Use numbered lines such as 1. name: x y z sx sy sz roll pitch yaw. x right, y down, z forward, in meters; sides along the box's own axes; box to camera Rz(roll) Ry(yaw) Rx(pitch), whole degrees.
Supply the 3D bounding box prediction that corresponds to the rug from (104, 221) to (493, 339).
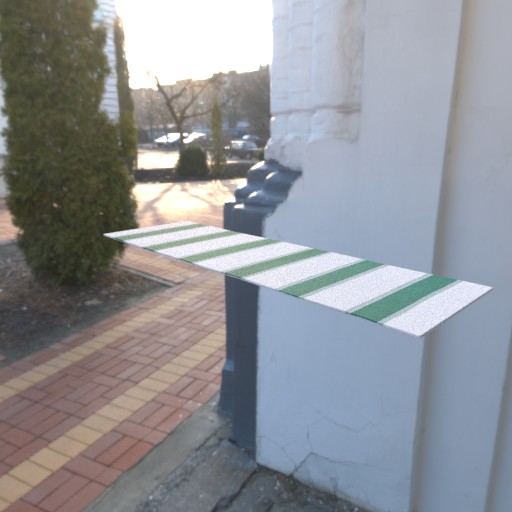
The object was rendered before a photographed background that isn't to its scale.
1. rug: 0.000 0.000 2.684 0.768 0.012 2.438 -14 21 -43
